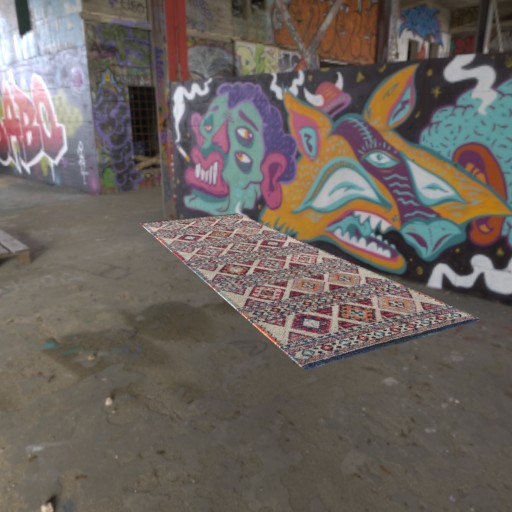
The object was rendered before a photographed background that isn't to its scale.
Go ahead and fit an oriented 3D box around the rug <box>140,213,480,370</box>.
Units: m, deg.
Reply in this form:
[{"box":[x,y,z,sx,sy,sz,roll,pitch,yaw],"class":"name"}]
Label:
[{"box":[0.000,0.000,2.592,0.832,0.008,2.362,-8,19,-25],"class":"rug"}]
